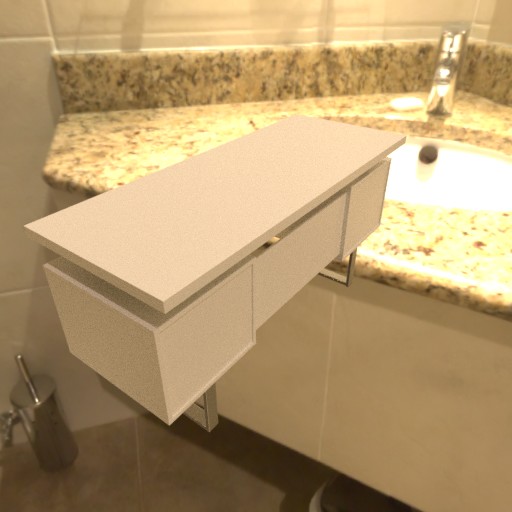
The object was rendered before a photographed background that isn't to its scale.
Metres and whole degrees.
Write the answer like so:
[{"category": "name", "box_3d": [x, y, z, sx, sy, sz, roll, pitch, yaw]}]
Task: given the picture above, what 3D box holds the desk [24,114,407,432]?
[{"category": "desk", "box_3d": [0.000, 0.000, 1.901, 0.603, 0.773, 1.530, 22, 39, 30]}]
